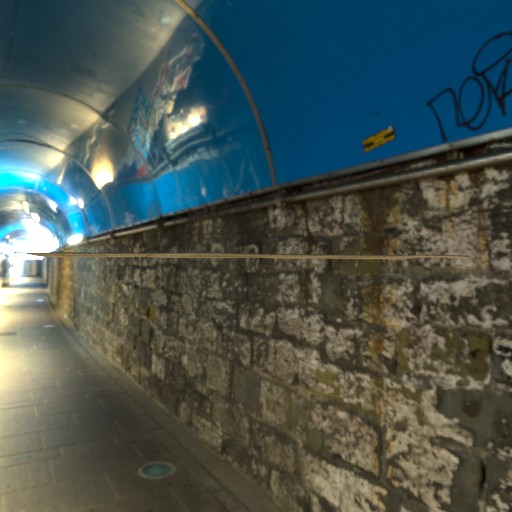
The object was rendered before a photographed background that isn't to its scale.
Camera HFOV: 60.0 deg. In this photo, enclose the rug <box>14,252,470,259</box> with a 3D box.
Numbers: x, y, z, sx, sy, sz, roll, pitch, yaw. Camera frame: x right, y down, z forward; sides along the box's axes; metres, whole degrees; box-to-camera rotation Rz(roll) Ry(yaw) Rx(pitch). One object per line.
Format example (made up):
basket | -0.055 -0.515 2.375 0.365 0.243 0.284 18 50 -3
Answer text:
rug | 0.000 0.000 2.646 2.439 0.013 0.762 0 -1 -18
